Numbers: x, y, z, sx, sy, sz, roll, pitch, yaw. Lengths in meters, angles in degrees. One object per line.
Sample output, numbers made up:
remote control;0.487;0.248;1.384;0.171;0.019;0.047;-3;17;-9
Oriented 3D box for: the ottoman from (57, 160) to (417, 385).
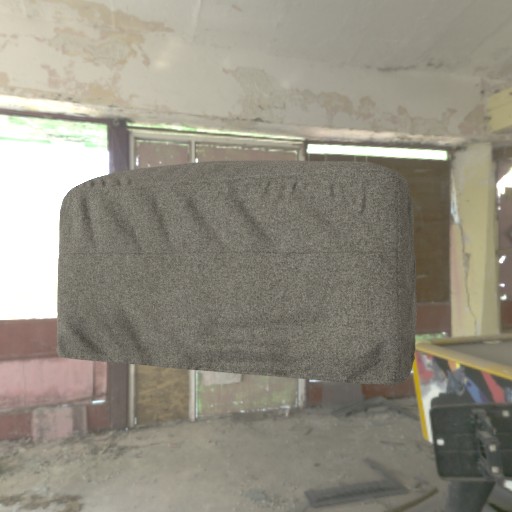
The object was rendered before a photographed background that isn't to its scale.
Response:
ottoman;0.000;0.000;1.232;0.837;0.481;0.683;0;0;19
